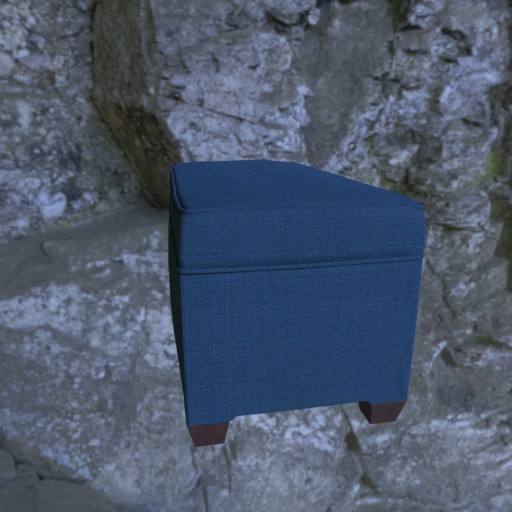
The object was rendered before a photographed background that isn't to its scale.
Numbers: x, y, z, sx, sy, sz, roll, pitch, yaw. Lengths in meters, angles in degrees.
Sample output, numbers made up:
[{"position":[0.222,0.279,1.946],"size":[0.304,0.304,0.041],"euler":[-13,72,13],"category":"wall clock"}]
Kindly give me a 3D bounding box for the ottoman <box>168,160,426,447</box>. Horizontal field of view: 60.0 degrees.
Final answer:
[{"position":[0.000,0.000,1.222],"size":[0.474,0.474,0.943],"euler":[-3,17,-10],"category":"ottoman"}]
